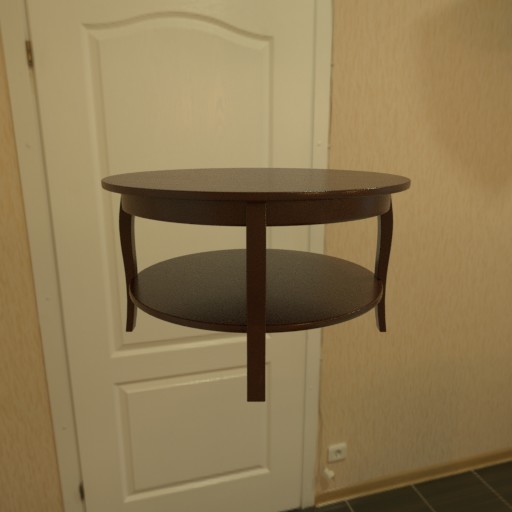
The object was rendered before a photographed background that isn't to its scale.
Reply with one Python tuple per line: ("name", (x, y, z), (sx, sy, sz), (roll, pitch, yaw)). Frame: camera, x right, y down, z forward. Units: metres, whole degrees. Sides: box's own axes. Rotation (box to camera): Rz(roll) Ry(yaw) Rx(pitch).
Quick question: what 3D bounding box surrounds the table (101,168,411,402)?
("table", (0.000, 0.000, 1.438), (0.911, 0.512, 0.911), (0, 14, 0))
